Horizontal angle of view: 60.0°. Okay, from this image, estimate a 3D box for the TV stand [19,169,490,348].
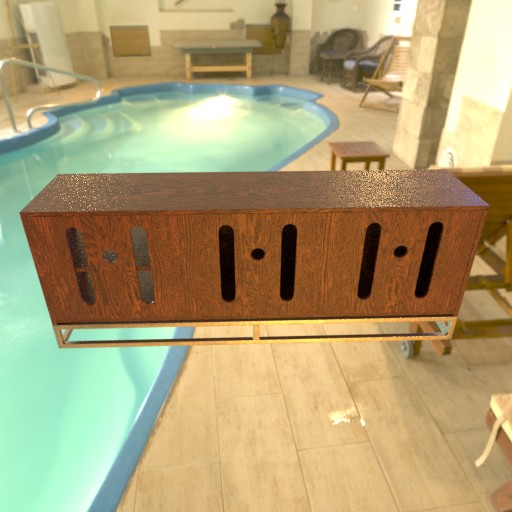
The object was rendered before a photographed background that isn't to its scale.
[{"bbox_3d":[0.000,0.000,1.757,1.541,0.578,0.382,-1,30,-2],"label":"TV stand"}]
